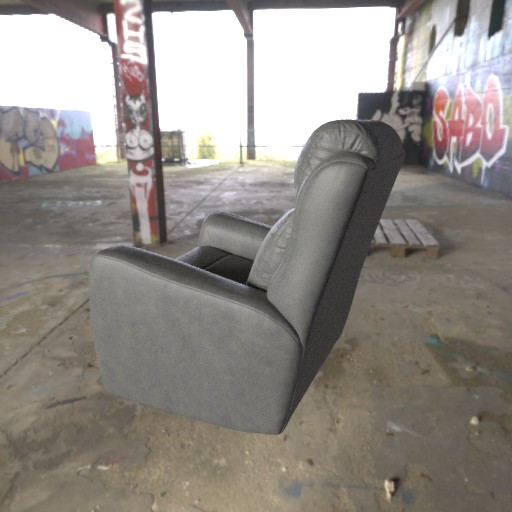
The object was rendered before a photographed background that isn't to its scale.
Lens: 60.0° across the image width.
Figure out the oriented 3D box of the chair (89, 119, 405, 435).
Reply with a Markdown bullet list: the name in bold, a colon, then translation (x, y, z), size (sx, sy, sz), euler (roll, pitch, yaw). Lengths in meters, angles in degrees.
- **chair**: translation (0.000, 0.000, 1.899), size (1.068, 1.116, 0.967), euler (8, 18, 24)
